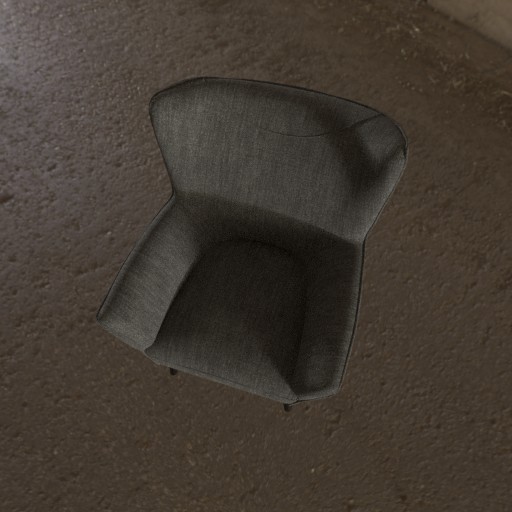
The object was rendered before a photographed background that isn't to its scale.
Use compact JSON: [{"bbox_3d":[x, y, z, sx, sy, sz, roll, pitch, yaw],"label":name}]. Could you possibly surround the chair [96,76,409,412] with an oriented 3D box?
[{"bbox_3d":[0.000,0.000,1.583,0.781,0.933,0.888,15,59,9],"label":"chair"}]
